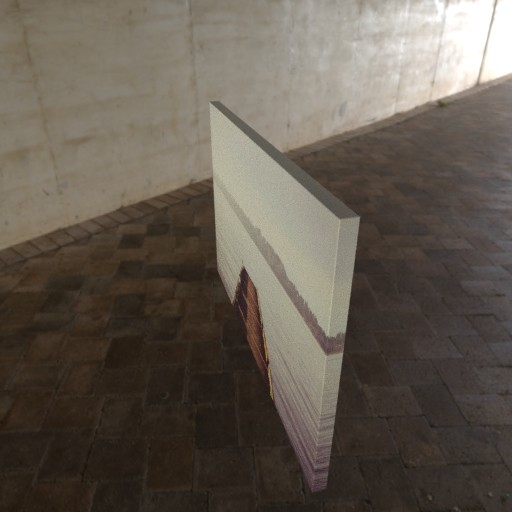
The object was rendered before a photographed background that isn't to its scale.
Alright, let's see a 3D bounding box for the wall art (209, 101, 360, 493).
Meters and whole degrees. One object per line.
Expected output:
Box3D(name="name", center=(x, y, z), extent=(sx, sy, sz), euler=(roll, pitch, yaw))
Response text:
Box3D(name="wall art", center=(0.000, 0.000, 0.766), extent=(0.021, 0.410, 0.615), euler=(-8, 30, -14))
